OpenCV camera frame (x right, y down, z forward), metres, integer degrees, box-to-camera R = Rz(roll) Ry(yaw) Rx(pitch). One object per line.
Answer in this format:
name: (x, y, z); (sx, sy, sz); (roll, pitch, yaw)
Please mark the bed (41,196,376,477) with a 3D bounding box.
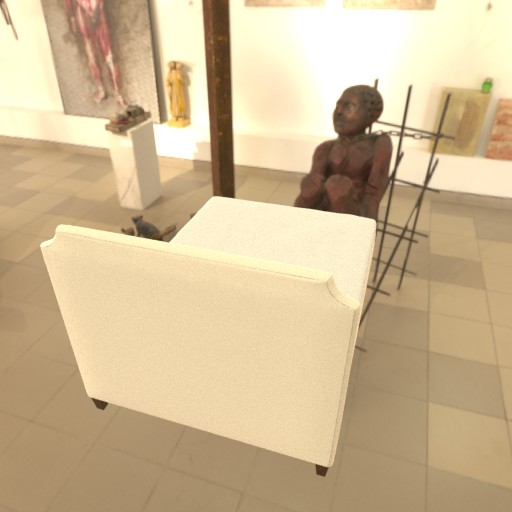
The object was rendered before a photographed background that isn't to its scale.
bed: (0.000, 0.000, 3.411); (1.712, 1.497, 2.372); (10, 35, 15)
